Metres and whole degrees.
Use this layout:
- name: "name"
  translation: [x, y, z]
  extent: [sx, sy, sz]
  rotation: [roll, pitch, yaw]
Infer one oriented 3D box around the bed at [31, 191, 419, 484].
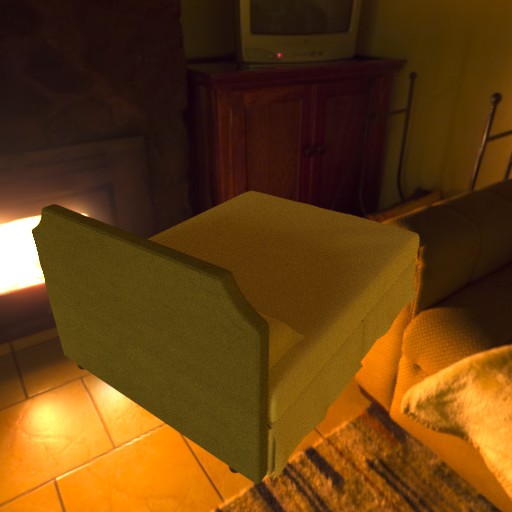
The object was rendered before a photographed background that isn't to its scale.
- name: "bed"
  translation: [0.000, 0.000, 3.478]
  extent: [1.977, 1.306, 2.464]
  rotation: [19, 34, 31]
